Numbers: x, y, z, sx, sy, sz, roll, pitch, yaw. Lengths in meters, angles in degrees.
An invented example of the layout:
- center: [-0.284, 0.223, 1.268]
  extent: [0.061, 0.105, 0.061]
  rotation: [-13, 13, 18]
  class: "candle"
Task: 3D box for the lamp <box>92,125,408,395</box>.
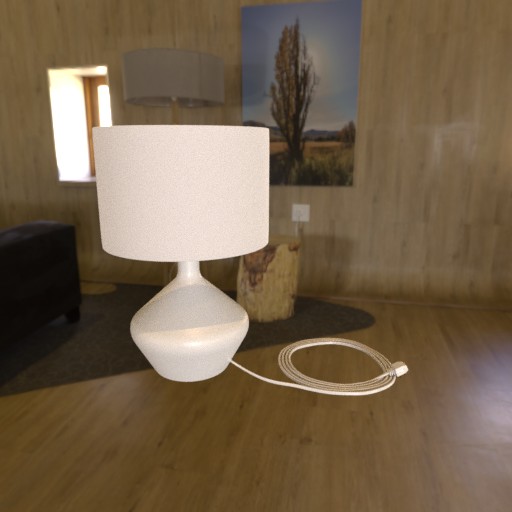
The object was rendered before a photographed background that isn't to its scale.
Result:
- center: [0.000, 0.000, 0.826]
  extent: [0.546, 0.457, 0.401]
  rotation: [7, 16, 27]
  class: "lamp"
